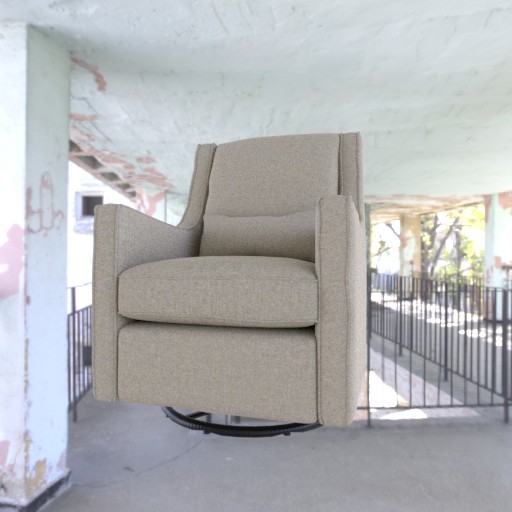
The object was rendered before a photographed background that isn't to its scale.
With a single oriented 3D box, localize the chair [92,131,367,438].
[{"bbox_3d":[0.000,0.000,1.544,0.732,0.993,0.879,0,0,17],"label":"chair"}]
